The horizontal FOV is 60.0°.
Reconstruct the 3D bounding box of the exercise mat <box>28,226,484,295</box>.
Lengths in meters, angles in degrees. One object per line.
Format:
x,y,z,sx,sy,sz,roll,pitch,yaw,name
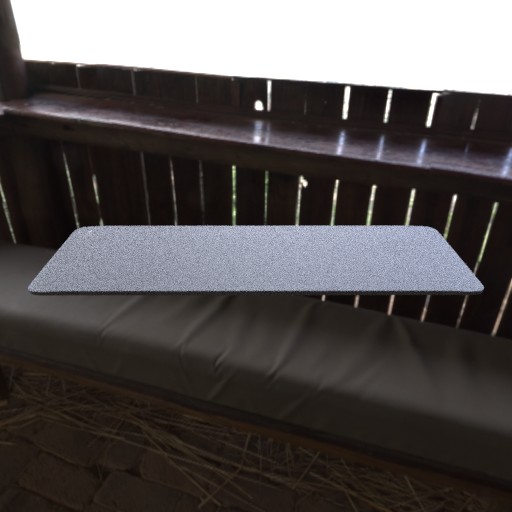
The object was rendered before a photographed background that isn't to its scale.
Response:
0.000,0.000,2.061,1.884,0.021,0.616,0,29,0,exercise mat
